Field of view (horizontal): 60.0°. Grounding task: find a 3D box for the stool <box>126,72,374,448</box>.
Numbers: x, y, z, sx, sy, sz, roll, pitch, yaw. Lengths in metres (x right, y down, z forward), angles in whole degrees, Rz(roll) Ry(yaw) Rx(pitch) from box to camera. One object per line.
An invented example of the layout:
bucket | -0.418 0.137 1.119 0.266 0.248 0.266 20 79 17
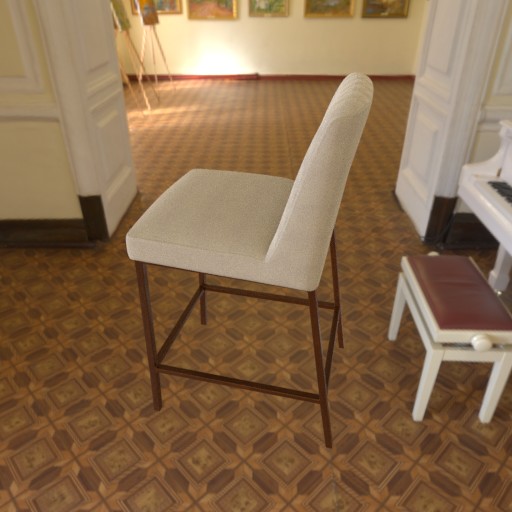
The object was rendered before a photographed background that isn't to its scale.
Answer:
stool | 0.000 0.000 1.298 0.576 0.973 0.507 7 32 12
